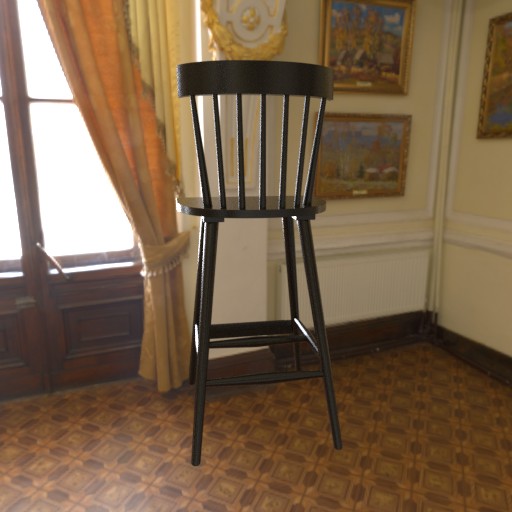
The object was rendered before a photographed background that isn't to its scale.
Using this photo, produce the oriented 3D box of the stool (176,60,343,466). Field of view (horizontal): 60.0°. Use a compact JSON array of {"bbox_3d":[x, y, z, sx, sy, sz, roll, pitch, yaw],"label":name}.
[{"bbox_3d":[0.000,0.000,1.390,0.482,1.092,0.483,-2,14,-9],"label":"stool"}]
